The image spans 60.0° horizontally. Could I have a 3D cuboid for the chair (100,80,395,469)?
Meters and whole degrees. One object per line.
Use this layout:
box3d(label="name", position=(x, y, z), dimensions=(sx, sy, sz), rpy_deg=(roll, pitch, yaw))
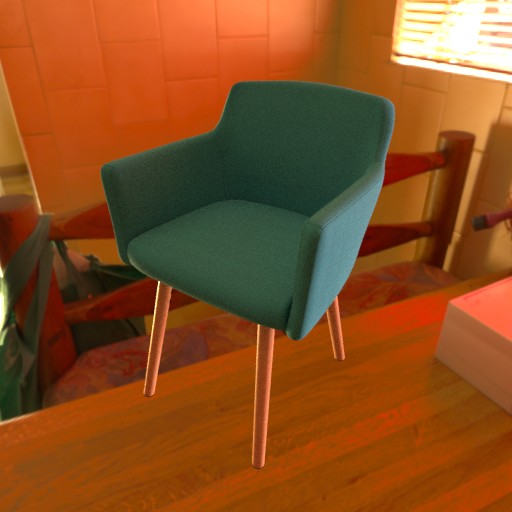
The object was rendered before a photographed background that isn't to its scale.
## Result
box3d(label="chair", position=(0.000, 0.000, 1.137), dimensions=(0.570, 0.780, 0.540), rpy_deg=(19, 35, 30))
